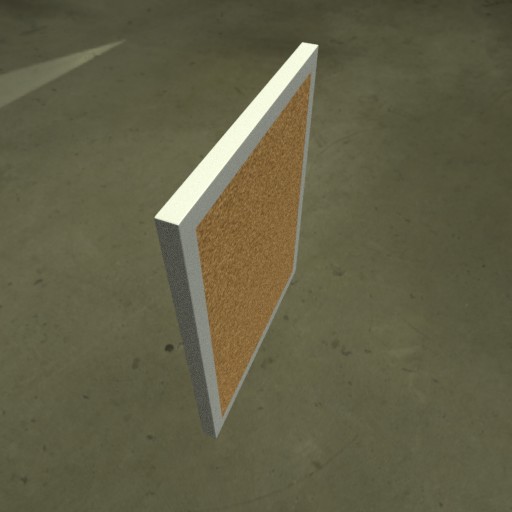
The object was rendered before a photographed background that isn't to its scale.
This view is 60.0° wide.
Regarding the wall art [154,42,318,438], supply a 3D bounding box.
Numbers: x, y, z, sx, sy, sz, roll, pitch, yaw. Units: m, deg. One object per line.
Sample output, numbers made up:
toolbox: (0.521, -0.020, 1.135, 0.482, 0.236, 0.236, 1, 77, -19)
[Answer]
wall art: (0.000, 0.000, 0.776, 0.028, 0.556, 0.454, 17, 50, 15)
